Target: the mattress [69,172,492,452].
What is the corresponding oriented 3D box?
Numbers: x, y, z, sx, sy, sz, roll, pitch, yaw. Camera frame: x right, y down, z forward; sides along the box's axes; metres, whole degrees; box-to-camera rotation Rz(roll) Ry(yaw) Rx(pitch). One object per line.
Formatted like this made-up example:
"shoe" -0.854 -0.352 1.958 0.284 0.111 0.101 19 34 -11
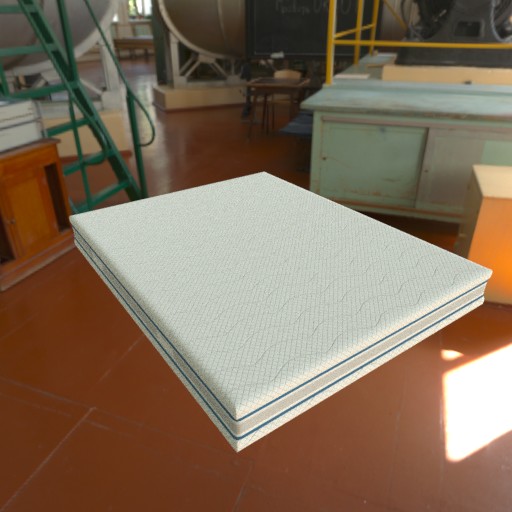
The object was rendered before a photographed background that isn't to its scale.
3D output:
"mattress" 0.000 0.000 2.655 1.600 0.230 2.000 -19 34 -31
